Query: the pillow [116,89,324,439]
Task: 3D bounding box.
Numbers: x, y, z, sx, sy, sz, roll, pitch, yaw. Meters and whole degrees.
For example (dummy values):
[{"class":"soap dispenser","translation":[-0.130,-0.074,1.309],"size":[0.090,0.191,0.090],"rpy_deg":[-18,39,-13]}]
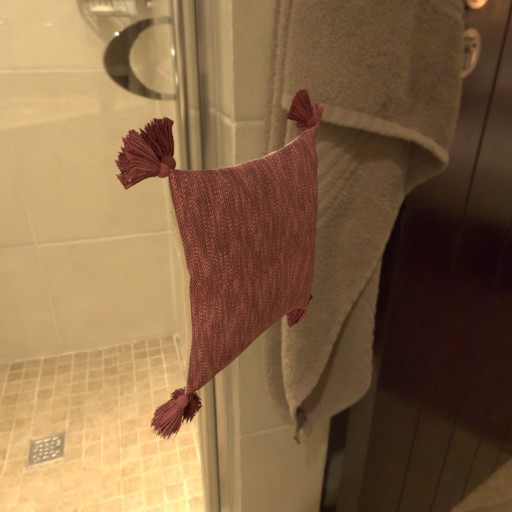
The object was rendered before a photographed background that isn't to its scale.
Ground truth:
[{"class":"pillow","translation":[0.000,0.000,0.978],"size":[0.138,0.659,0.641],"rpy_deg":[18,32,32]}]
